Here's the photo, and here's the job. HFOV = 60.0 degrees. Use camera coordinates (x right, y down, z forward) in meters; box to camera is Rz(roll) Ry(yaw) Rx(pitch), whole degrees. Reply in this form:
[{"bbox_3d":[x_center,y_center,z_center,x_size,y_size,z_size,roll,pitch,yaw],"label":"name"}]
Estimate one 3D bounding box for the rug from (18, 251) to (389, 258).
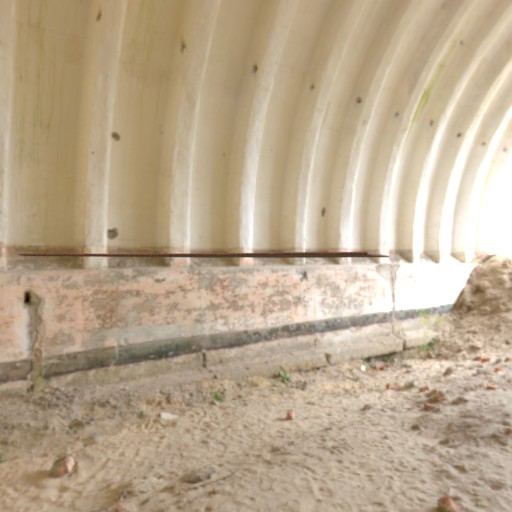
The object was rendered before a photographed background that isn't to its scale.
[{"bbox_3d":[0.000,0.000,5.080,2.803,0.025,3.965,0,0,19],"label":"rug"}]
